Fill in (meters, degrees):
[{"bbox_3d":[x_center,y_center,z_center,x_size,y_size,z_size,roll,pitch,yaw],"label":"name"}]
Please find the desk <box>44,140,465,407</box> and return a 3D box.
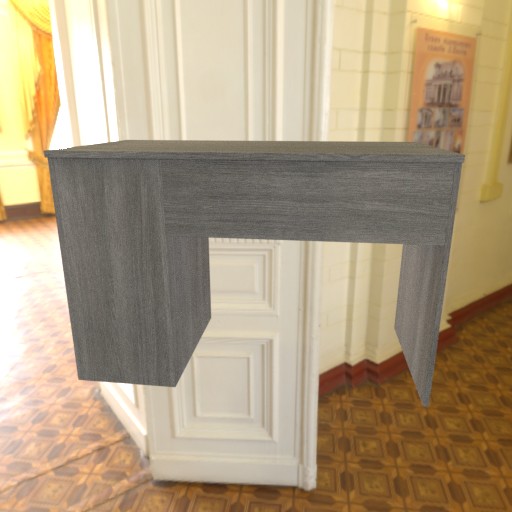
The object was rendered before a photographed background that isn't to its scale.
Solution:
[{"bbox_3d":[0.000,0.000,1.518,1.097,0.735,0.560,2,18,7],"label":"desk"}]
